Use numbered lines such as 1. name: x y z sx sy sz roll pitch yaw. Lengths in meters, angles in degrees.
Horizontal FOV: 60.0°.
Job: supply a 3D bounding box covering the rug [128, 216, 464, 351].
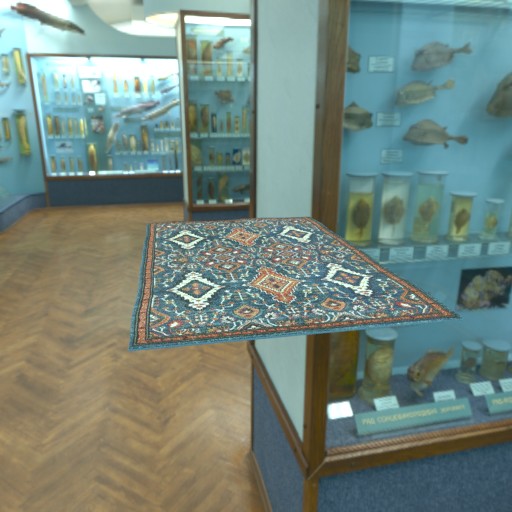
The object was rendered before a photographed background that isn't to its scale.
1. rug: 0.000 0.000 2.364 1.195 0.014 1.847 -3 17 -11
